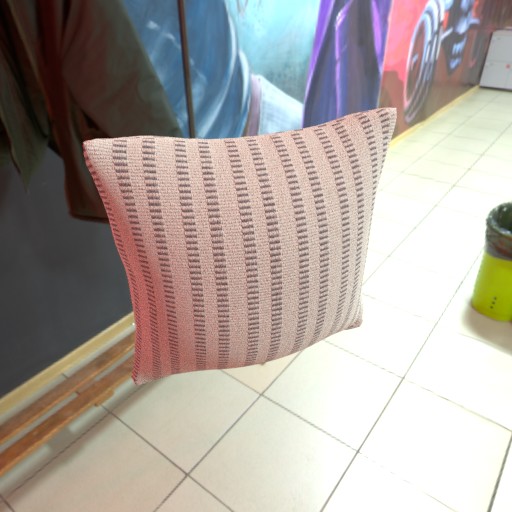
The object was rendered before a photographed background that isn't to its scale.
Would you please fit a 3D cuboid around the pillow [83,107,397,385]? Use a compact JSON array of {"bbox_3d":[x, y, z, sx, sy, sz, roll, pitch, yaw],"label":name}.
[{"bbox_3d":[0.000,0.000,0.690,0.438,0.419,0.247,-11,35,-17],"label":"pillow"}]
